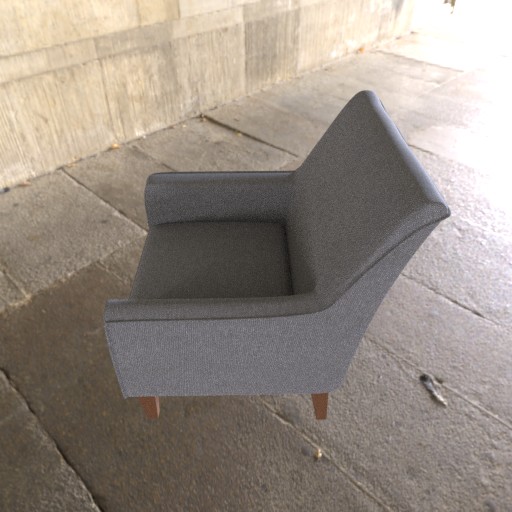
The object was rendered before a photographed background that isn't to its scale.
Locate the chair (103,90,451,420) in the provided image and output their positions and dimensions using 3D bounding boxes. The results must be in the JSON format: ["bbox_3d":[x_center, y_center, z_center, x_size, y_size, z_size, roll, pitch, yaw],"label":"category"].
[{"bbox_3d":[0.000,0.000,1.572,0.899,0.919,0.780,-1,40,-1],"label":"chair"}]
